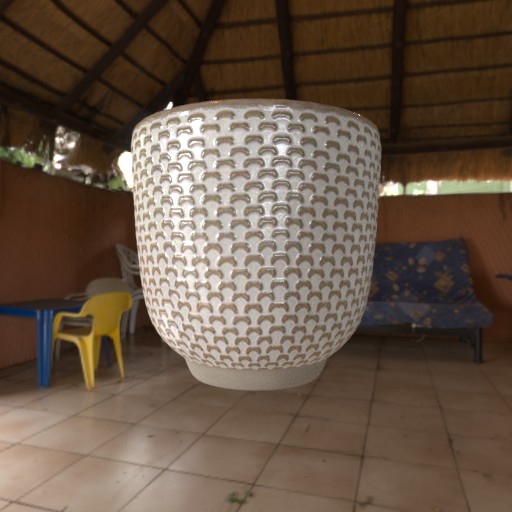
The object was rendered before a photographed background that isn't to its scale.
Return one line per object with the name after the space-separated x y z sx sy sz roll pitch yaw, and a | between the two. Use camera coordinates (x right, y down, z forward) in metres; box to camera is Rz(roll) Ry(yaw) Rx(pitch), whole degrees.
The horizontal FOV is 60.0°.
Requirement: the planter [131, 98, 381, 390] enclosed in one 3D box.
0.000 0.000 0.362 0.197 0.191 0.197 0 0 0 | planter
